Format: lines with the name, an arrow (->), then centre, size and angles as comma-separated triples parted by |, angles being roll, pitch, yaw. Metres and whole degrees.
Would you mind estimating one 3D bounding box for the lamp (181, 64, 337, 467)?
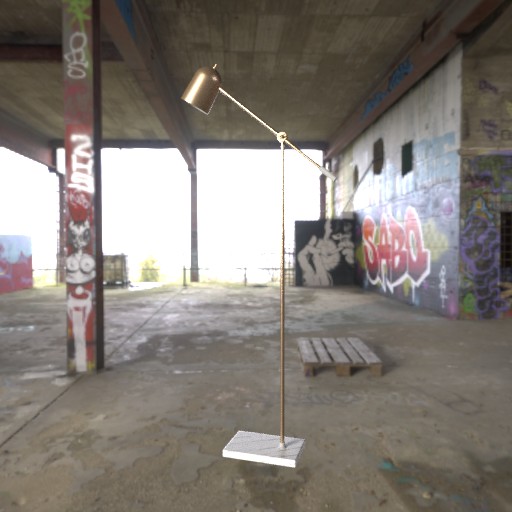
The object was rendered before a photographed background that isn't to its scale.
lamp -> 0.000, 0.000, 1.806 | 0.653, 1.594, 0.194 | 0, 1, 17
